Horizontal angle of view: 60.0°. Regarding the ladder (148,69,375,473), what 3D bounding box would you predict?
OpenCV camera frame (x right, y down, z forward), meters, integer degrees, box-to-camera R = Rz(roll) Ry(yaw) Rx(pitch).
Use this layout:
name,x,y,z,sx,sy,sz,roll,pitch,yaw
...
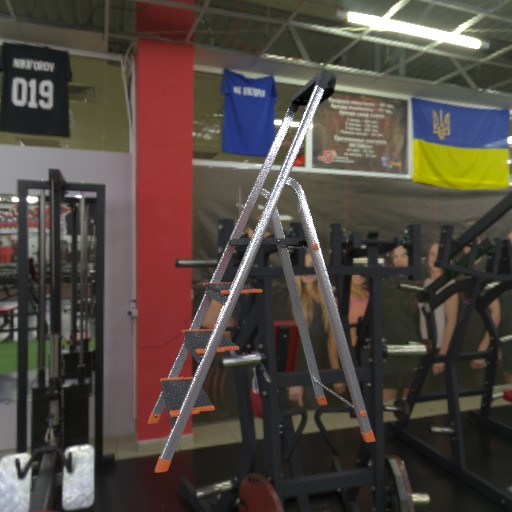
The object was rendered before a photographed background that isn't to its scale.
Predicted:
name,x,y,z,sx,sy,sz,roll,pitch,yaw
ladder,0.000,0.000,1.792,0.834,1.429,0.452,0,1,-17
